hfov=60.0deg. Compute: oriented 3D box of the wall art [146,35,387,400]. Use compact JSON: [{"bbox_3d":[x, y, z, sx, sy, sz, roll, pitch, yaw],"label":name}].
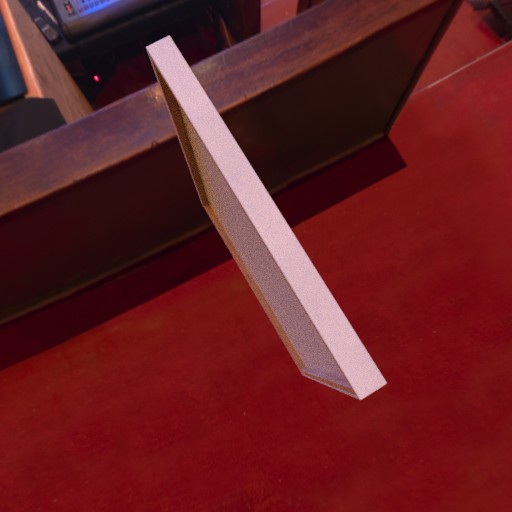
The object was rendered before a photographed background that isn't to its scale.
[{"bbox_3d":[0.000,0.000,0.825,0.037,0.606,0.508,-30,79,-6],"label":"wall art"}]
